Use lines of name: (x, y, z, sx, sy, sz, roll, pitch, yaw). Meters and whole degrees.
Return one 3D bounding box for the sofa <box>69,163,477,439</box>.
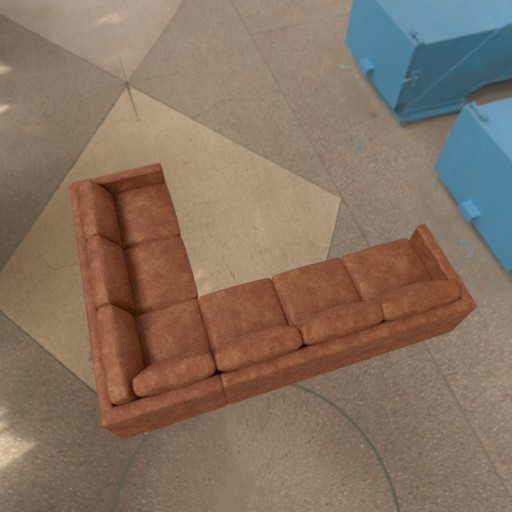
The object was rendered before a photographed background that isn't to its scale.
sofa: (0.000, 0.000, 4.299, 3.167, 0.838, 2.438, -15, 60, -9)
